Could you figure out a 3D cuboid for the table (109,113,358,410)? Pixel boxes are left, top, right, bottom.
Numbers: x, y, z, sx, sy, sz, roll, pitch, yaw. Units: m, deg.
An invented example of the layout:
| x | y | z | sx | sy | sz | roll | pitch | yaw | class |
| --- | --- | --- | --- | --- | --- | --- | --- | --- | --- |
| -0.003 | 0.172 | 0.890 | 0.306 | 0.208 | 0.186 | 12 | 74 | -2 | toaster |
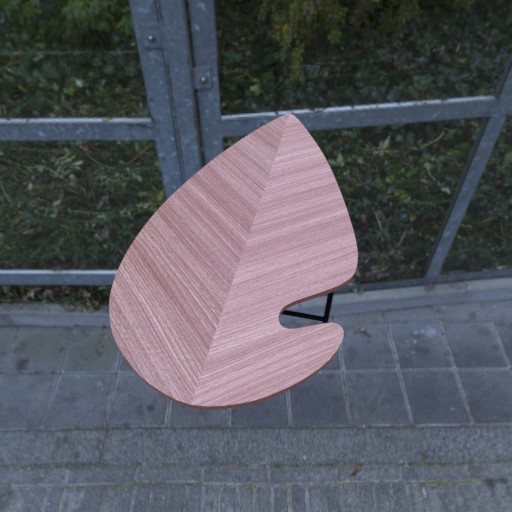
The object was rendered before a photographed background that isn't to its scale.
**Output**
| x | y | z | sx | sy | sz | roll | pitch | yaw | class |
| --- | --- | --- | --- | --- | --- | --- | --- | --- | --- |
| 0.000 | 0.000 | 1.414 | 0.598 | 0.360 | 1.199 | 9 | 46 | 9 | table |
